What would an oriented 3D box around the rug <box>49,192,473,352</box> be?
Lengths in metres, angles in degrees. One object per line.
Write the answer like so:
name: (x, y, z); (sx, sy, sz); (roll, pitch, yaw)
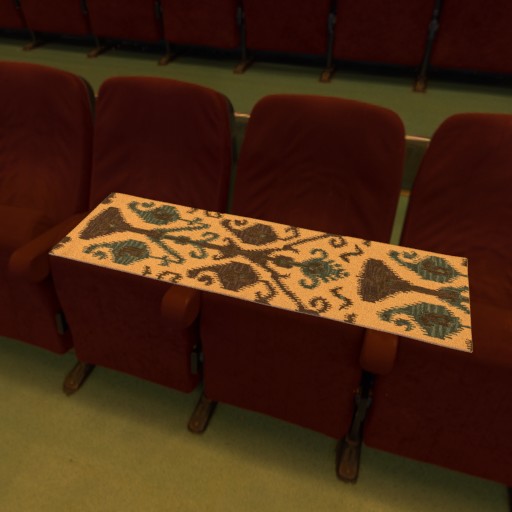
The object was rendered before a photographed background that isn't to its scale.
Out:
rug: (0.000, 0.000, 2.538); (2.301, 0.017, 0.692); (12, 42, 13)
